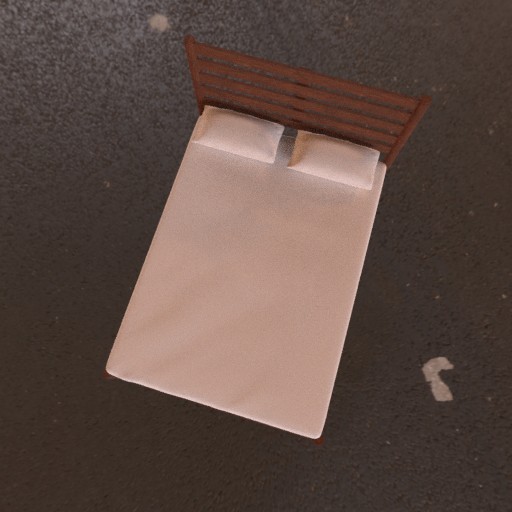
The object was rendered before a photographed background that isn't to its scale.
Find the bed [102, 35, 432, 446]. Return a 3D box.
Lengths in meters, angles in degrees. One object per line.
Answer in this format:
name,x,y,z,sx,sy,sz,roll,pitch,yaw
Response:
bed,0.000,0.000,2.985,1.509,1.304,2.093,16,76,4
